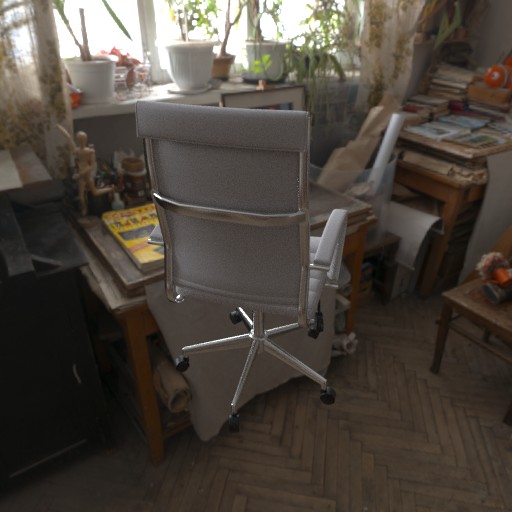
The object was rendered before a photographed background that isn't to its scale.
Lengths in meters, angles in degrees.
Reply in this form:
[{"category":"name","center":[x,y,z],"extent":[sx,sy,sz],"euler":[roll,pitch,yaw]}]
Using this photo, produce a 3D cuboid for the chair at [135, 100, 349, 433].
[{"category":"chair","center":[0.000,0.000,1.574],"extent":[0.679,1.149,0.667],"euler":[9,32,15]}]
